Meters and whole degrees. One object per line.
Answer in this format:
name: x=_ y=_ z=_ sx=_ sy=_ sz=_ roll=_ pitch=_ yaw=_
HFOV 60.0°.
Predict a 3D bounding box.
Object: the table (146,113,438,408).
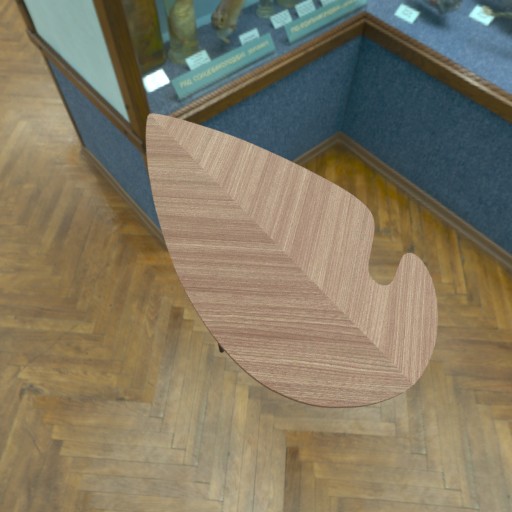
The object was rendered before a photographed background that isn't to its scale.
table: x=0.000 y=0.000 z=1.446 sx=0.598 sy=0.360 sz=1.199 roll=-34 pitch=64 yaw=-19
